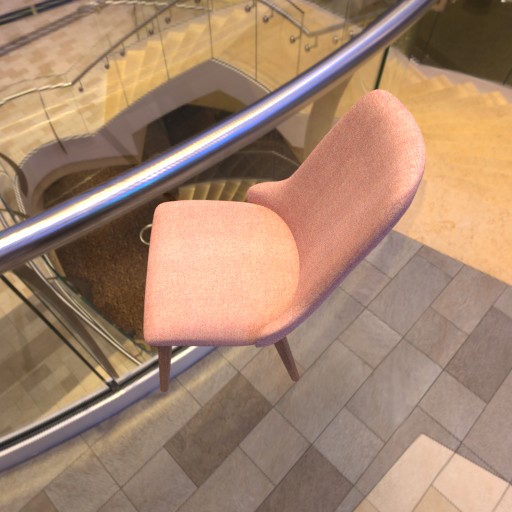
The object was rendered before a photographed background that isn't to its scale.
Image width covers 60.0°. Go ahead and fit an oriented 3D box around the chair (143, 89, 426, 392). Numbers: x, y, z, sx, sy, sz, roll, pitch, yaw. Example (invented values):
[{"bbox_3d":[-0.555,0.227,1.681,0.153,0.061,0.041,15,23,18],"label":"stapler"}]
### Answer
[{"bbox_3d":[0.000,0.000,1.313,0.707,0.918,0.535,-2,58,-1],"label":"chair"}]
